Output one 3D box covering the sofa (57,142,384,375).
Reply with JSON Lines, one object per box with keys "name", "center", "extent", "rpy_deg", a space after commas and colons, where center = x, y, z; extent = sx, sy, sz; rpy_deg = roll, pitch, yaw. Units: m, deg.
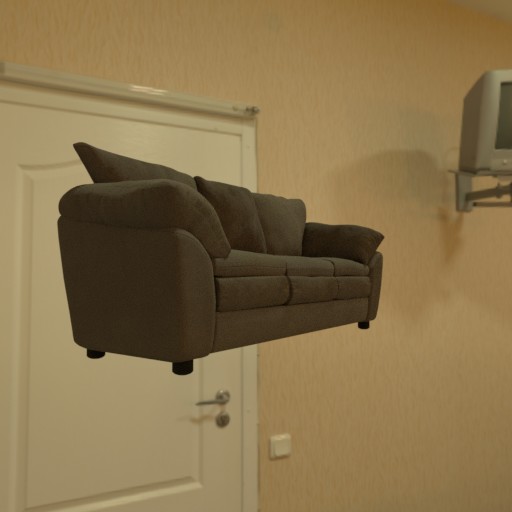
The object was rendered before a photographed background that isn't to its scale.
{"name": "sofa", "center": [0.000, 0.000, 2.845], "extent": [0.878, 1.073, 2.336], "rpy_deg": [-2, -3, 36]}
